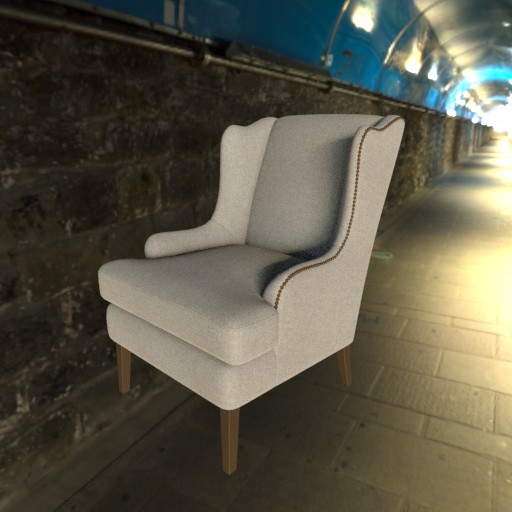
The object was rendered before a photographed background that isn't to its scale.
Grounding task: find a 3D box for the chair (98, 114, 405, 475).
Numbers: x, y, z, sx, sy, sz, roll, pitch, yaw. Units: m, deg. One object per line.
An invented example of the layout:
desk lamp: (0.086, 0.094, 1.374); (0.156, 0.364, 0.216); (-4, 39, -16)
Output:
chair: (0.000, 0.000, 1.669); (0.737, 1.029, 0.940); (15, 22, 42)
